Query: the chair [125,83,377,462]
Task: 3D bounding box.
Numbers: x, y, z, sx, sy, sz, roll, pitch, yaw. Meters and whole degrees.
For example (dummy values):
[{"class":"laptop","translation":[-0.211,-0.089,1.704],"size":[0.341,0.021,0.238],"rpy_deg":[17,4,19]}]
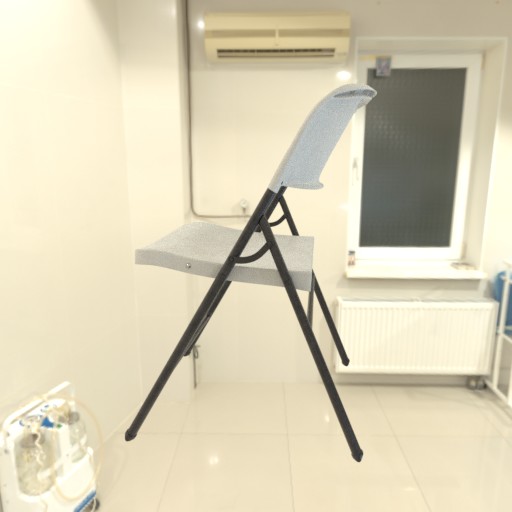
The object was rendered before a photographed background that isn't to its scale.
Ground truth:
[{"class":"chair","translation":[0.000,0.000,1.160],"size":[0.566,0.810,0.494],"rpy_deg":[2,13,8]}]
